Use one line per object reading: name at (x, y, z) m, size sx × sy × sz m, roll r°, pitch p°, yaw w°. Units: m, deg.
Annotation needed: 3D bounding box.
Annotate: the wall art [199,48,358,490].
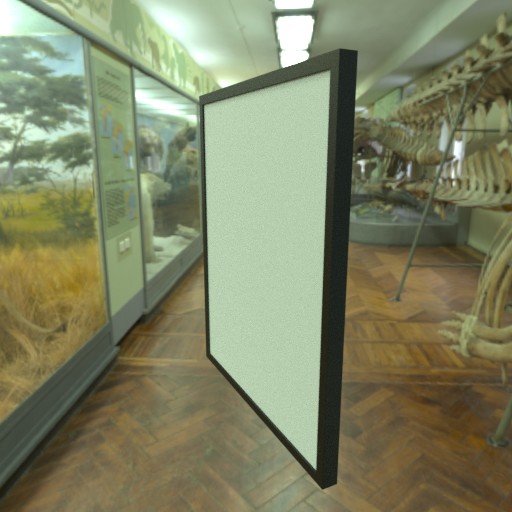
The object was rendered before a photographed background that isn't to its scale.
wall art at (0.000, 0.000, 0.531) m, size 0.018 × 0.397 × 0.325 m, roll -6°, pitch 14°, yaw -26°
